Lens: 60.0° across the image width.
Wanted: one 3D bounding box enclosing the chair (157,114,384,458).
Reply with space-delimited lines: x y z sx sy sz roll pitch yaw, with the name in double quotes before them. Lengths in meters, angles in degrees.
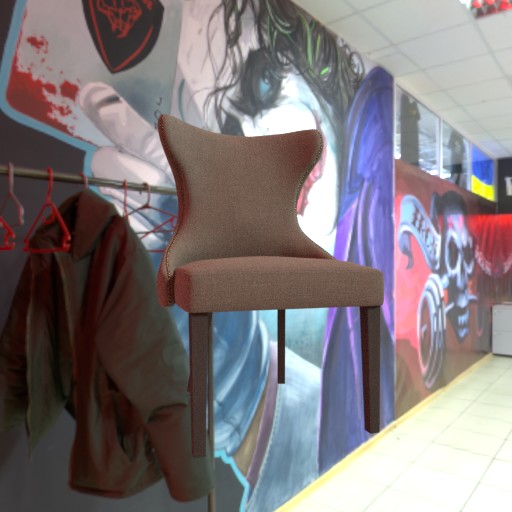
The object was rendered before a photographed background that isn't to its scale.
"chair" 0.000 0.000 1.426 0.628 0.967 0.635 0 0 -18
